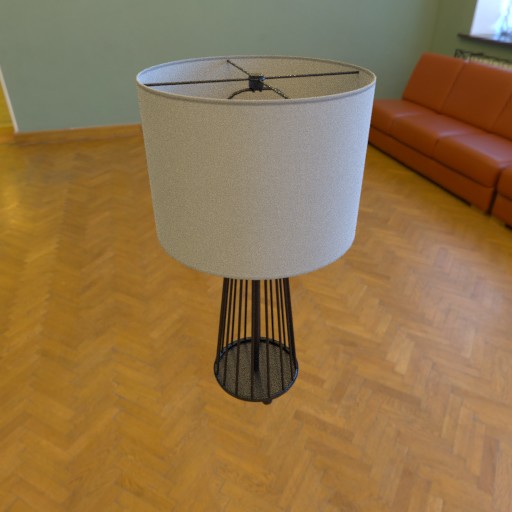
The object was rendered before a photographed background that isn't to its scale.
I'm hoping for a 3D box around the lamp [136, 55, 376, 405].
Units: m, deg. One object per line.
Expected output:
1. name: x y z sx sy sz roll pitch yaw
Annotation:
1. lamp: 0.000 0.000 0.765 0.322 0.593 0.322 -9 33 -15
